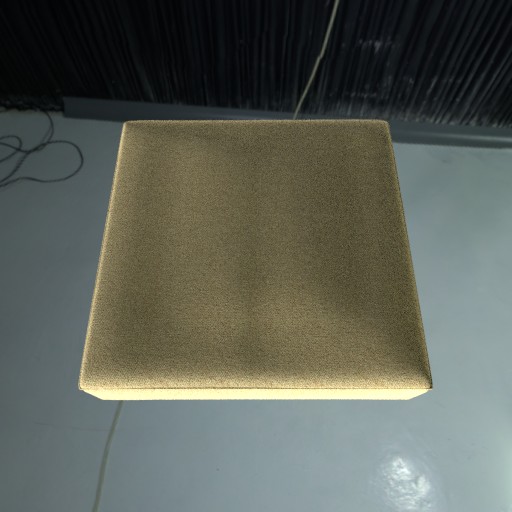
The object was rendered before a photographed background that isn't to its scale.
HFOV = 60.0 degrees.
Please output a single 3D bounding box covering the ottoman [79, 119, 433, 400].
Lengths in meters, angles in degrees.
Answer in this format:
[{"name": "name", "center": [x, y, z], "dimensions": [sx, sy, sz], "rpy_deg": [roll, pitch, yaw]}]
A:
[{"name": "ottoman", "center": [0.000, 0.000, 1.549], "dimensions": [0.981, 0.378, 0.970], "rpy_deg": [0, 64, 0]}]
